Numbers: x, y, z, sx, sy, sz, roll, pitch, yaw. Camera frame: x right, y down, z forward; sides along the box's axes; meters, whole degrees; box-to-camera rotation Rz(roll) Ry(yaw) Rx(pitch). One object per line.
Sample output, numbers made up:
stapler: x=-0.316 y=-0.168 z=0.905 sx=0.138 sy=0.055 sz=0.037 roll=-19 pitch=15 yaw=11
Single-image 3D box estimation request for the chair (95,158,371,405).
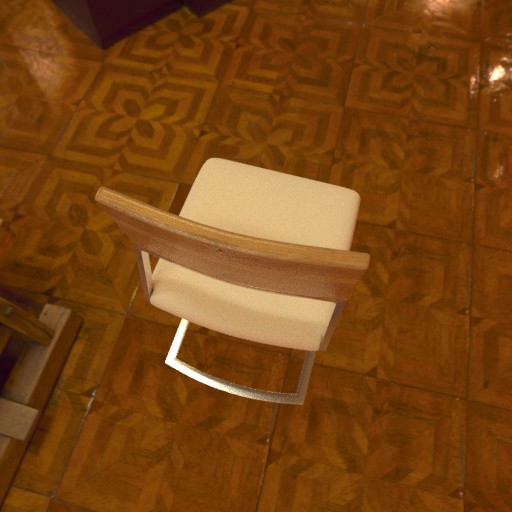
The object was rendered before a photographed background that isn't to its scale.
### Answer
chair: x=0.000 y=0.000 z=1.162 sx=0.467 sy=0.844 sz=0.585 roll=15 pitch=64 yaw=7
